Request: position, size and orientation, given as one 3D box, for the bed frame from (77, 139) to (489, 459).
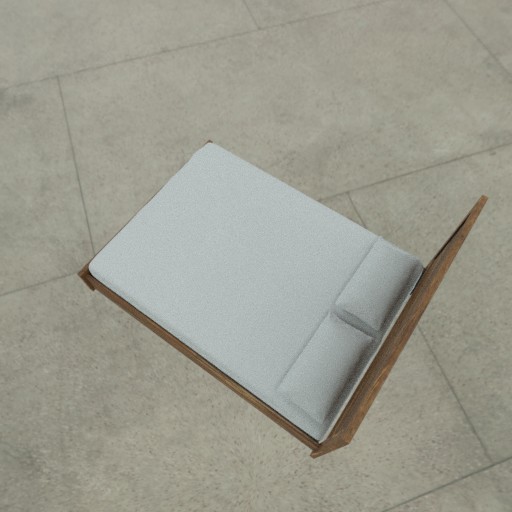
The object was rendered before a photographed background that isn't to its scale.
[{"bbox_3d":[0.000,0.000,3.309,2.276,1.417,1.696,32,67,15],"label":"bed frame"}]
